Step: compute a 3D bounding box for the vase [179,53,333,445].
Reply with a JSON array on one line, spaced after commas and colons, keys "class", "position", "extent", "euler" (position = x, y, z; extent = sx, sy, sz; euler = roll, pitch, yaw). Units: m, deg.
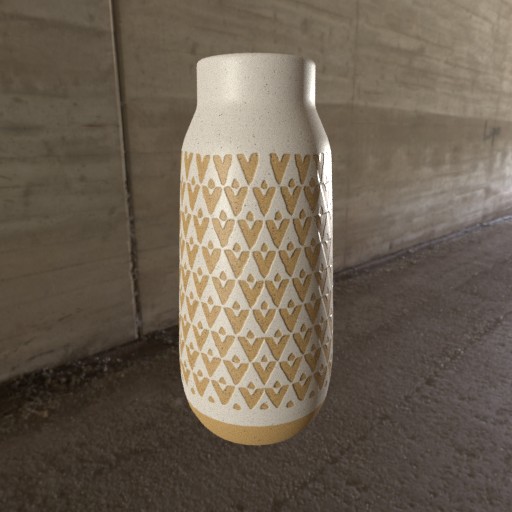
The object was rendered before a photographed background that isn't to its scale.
[{"class": "vase", "position": [0.000, 0.000, 0.380], "extent": [0.137, 0.307, 0.137], "euler": [0, 15, 0]}]
